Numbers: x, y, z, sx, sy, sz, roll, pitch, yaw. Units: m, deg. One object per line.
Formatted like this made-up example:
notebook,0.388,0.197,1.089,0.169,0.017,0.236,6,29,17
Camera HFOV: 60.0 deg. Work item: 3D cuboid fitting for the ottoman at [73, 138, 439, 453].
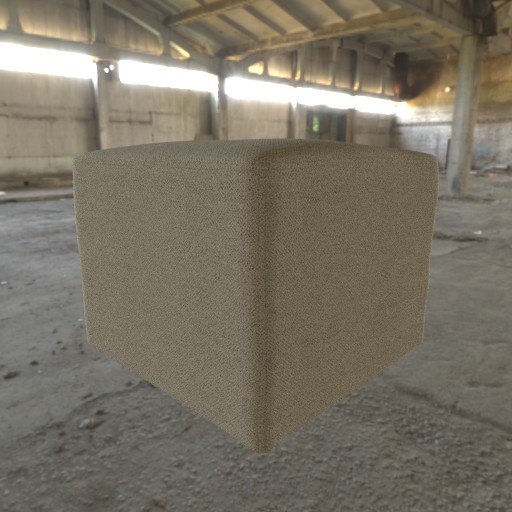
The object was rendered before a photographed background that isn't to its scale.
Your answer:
ottoman,0.000,0.000,0.891,0.521,0.453,0.512,13,18,43
